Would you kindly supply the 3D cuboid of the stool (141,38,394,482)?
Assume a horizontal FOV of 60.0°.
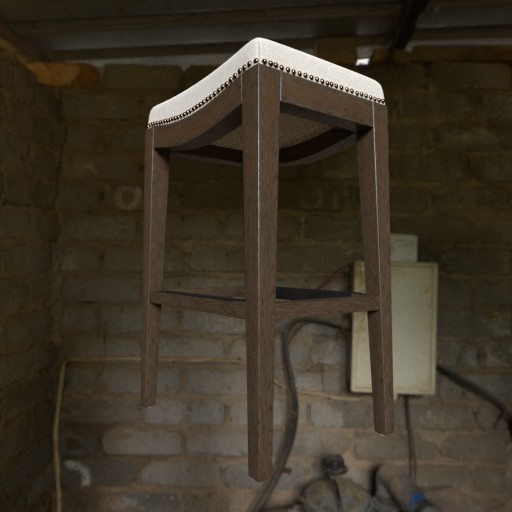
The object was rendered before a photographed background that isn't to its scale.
[{"bbox_3d":[0.000,0.000,1.033,0.358,0.759,0.498,1,-1,-37],"label":"stool"}]
